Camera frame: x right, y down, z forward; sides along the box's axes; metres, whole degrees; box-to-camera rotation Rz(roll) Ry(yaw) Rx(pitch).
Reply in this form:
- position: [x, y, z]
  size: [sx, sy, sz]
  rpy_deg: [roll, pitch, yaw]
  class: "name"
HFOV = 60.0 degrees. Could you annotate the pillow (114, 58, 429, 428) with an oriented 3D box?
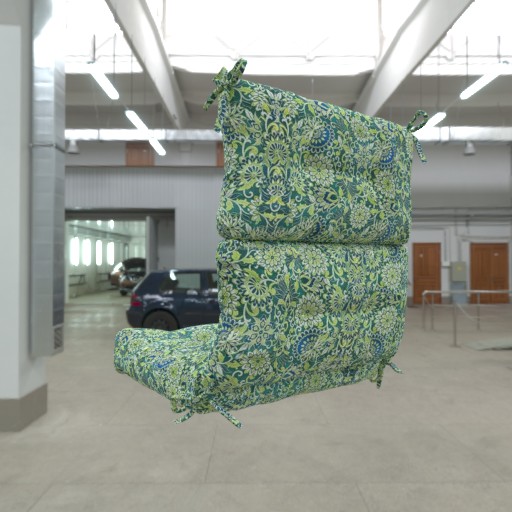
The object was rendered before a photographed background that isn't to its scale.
- position: [0.000, 0.000, 0.995]
  size: [0.519, 0.605, 0.571]
  rpy_deg: [1, -1, -36]
  class: "pillow"
